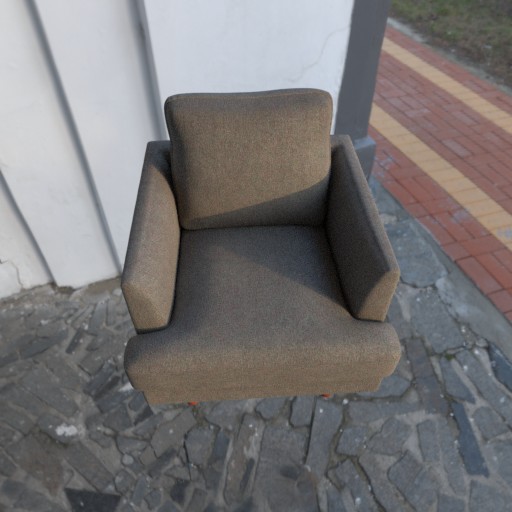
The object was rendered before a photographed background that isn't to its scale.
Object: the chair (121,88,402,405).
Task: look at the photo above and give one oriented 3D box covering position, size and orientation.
[{"bbox_3d":[0.000,0.000,1.624,0.858,0.957,0.899,-3,47,-2],"label":"chair"}]
